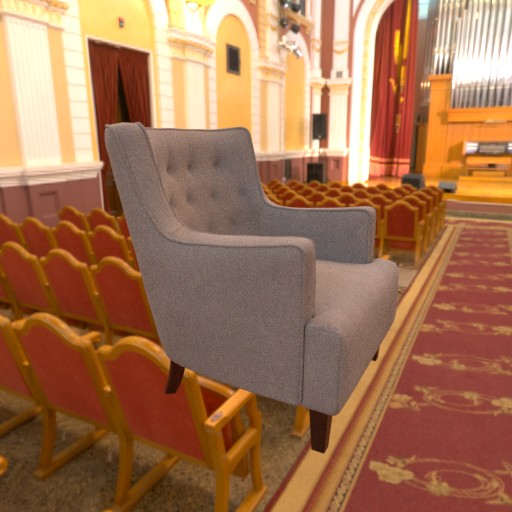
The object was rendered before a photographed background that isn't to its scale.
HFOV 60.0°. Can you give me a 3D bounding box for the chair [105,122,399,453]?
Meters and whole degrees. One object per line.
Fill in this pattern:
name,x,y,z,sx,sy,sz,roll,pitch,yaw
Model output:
chair,0.000,0.000,1.606,0.910,0.919,0.781,8,17,27
